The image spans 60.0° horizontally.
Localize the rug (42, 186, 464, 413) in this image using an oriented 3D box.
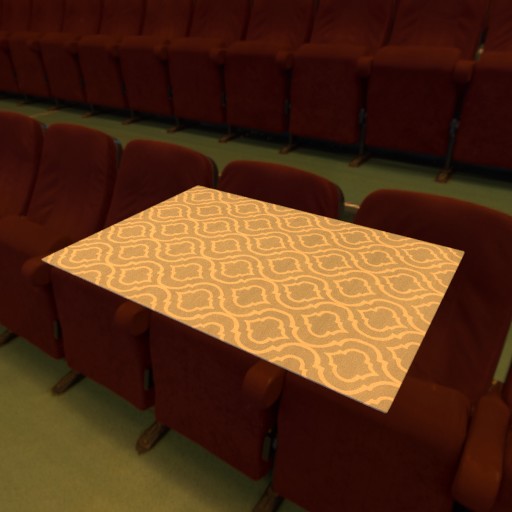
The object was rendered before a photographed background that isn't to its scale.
[{"bbox_3d":[0.000,0.000,2.649,2.080,0.010,1.451,18,34,28],"label":"rug"}]
